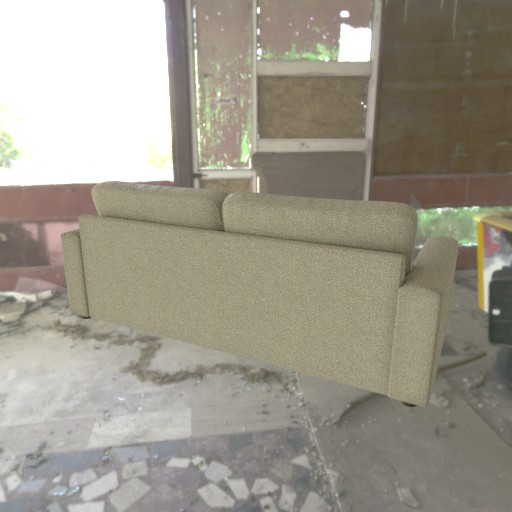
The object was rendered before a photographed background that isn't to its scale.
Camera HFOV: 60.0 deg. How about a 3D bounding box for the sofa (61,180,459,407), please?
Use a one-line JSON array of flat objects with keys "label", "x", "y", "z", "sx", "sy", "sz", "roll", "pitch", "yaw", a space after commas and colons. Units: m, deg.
[{"label": "sofa", "x": 0.000, "y": 0.000, "z": 2.689, "sx": 2.179, "sy": 0.873, "sz": 1.016, "roll": 8, "pitch": 19, "yaw": 26}]
